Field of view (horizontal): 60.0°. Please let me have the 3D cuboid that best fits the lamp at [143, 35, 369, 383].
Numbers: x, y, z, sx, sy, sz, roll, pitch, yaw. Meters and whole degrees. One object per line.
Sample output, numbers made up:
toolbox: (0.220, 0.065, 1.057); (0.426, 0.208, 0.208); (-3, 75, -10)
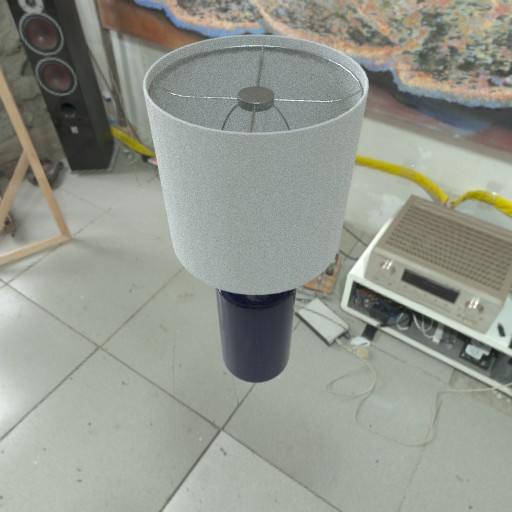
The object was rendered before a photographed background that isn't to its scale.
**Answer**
lamp: (0.000, 0.000, 0.598); (0.212, 0.493, 0.212); (3, 46, 3)
